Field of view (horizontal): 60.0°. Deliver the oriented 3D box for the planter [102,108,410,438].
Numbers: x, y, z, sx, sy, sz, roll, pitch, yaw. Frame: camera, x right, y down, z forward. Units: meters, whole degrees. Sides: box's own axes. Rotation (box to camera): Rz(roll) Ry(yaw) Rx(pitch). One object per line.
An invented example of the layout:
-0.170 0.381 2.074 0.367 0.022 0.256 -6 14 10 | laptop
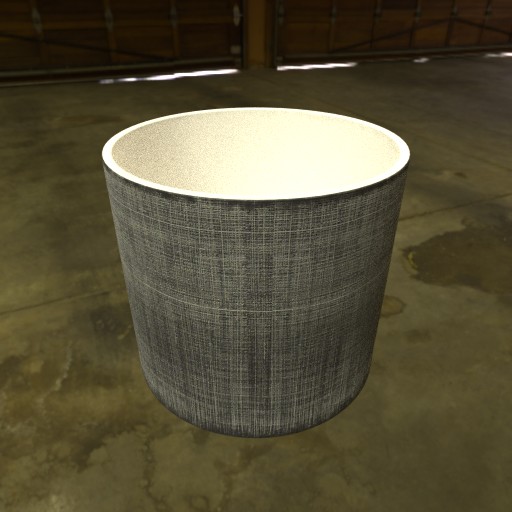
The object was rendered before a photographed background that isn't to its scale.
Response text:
0.000 0.000 0.382 0.221 0.201 0.221 0 31 0 | planter
